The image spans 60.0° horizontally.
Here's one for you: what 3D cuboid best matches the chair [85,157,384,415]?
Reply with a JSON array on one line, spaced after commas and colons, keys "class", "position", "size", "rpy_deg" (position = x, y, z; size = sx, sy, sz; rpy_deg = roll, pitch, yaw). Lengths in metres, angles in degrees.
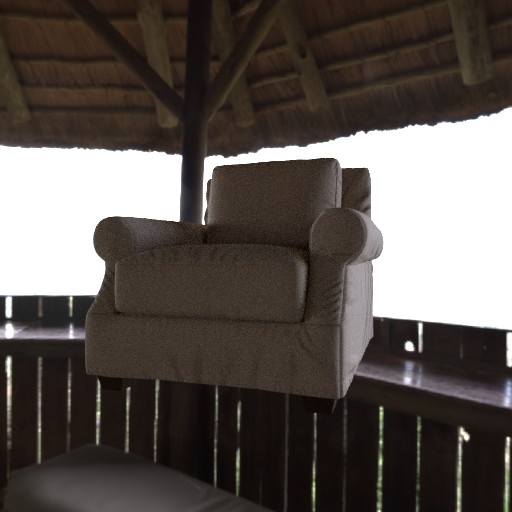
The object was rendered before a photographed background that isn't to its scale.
[{"class": "chair", "position": [0.000, 0.000, 1.753], "size": [0.940, 0.866, 1.066], "rpy_deg": [0, 0, 19]}]
